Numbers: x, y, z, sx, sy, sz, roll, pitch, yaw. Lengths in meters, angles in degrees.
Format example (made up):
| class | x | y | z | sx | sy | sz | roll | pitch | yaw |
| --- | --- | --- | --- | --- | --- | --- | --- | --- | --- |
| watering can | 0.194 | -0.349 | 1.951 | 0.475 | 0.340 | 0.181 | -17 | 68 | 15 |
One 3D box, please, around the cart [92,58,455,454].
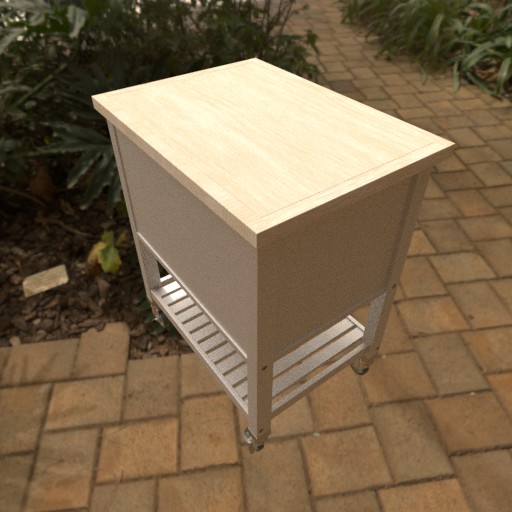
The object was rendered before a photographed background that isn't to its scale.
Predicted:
| class | x | y | z | sx | sy | sz | roll | pitch | yaw |
| --- | --- | --- | --- | --- | --- | --- | --- | --- | --- |
| cart | 0.000 | 0.000 | 1.406 | 0.559 | 0.914 | 0.762 | -26 | 47 | -27 |
